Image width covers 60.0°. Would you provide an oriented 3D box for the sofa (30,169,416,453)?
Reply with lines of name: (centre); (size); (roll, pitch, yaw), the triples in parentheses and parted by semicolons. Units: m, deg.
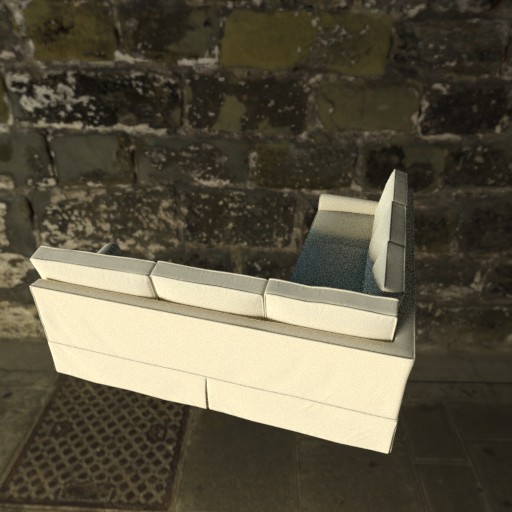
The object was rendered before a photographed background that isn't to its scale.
sofa: (0.000, 0.000, 3.952); (2.597, 1.070, 2.591); (9, 33, 14)
